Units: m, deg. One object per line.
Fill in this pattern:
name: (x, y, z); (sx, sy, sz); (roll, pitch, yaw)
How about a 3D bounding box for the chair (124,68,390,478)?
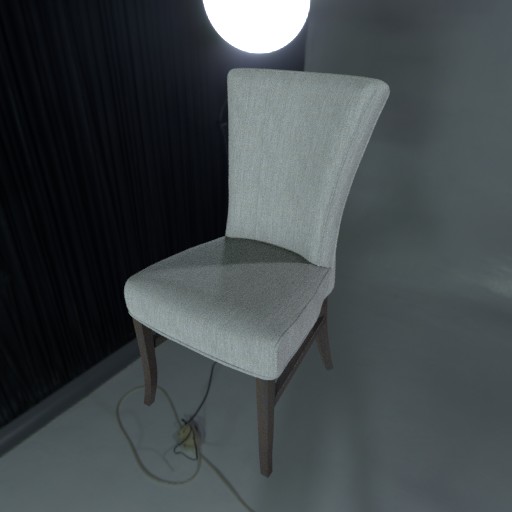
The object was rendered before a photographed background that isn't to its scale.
chair: (0.000, 0.000, 1.345); (0.520, 0.991, 0.660); (18, 34, 29)
